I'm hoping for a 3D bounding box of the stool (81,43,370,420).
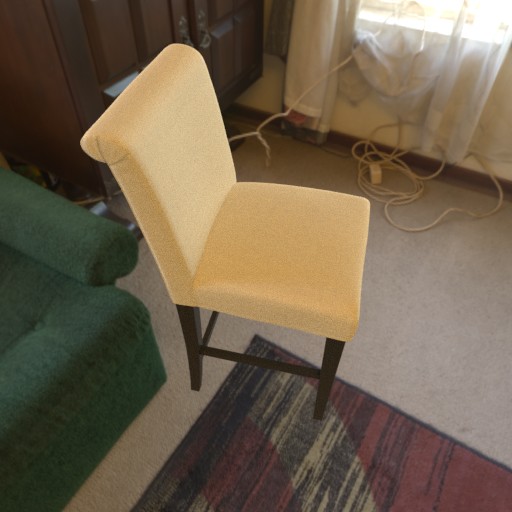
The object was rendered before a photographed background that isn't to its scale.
[{"bbox_3d":[0.000,0.000,1.276,0.597,0.976,0.452,10,47,9],"label":"stool"}]
